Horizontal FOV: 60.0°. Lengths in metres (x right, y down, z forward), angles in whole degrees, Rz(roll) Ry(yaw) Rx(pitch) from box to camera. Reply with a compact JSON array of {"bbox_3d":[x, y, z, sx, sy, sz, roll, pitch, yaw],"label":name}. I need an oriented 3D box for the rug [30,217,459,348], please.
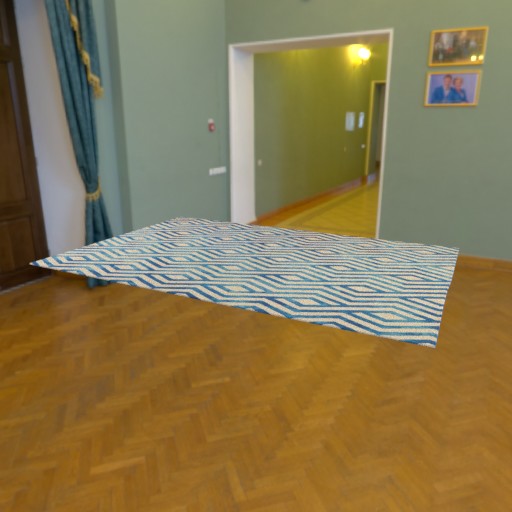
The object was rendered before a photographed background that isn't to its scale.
[{"bbox_3d":[0.000,0.000,2.256,1.830,0.008,1.225,8,19,26],"label":"rug"}]
